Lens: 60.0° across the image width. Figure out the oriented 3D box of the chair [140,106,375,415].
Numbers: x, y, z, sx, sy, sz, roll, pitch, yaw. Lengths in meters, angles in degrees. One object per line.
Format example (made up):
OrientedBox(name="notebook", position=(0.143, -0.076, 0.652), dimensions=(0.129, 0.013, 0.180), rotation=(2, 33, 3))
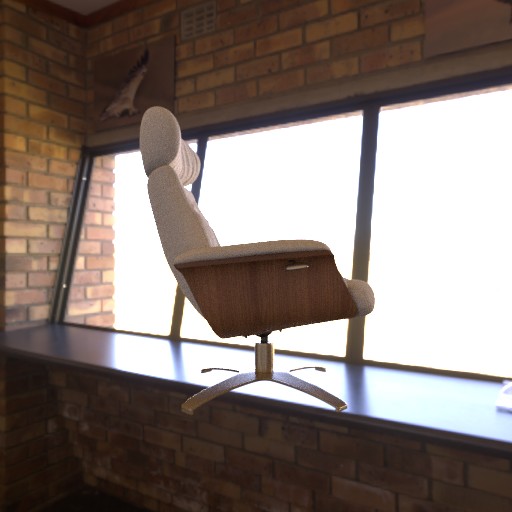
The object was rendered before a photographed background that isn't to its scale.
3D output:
OrientedBox(name="chair", position=(0.000, 0.000, 1.659), dimensions=(0.837, 0.995, 0.785), rotation=(0, 0, 0))
